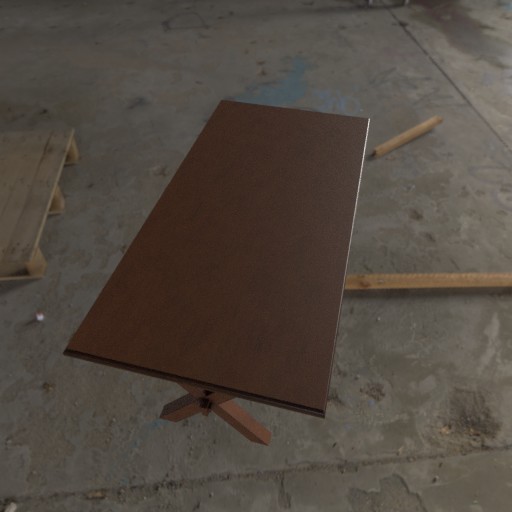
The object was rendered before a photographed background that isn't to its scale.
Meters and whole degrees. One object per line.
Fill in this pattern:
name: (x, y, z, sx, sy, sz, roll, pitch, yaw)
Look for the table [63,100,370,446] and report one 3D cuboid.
table: (0.000, 0.000, 1.507, 0.594, 0.459, 1.197, 11, 48, 10)
